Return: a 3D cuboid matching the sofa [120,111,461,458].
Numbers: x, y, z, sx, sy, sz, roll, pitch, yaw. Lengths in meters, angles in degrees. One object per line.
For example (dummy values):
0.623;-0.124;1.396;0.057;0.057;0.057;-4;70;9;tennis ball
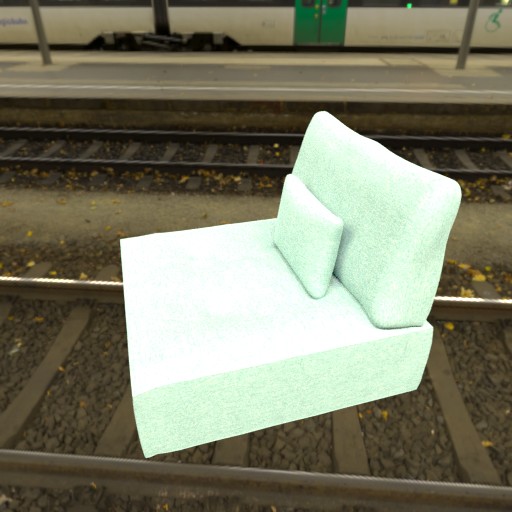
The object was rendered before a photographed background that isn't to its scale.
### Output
0.000;0.000;1.676;1.000;0.820;0.930;-9;32;-14;sofa
